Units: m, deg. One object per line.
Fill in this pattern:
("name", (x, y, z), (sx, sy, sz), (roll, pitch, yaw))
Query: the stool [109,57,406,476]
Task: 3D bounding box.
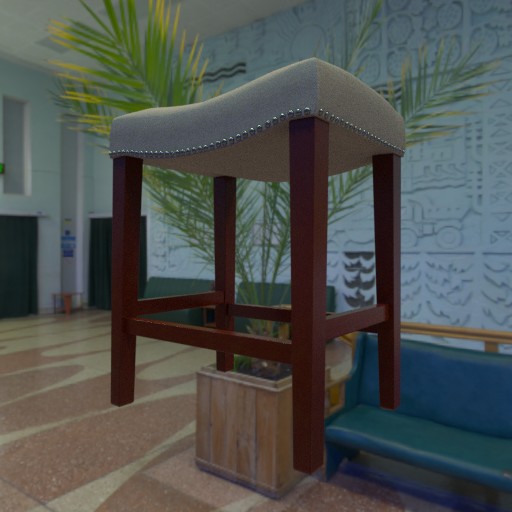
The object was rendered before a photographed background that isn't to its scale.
("stool", (0.000, 0.000, 0.929), (0.509, 0.632, 0.375), (1, 1, 38))
